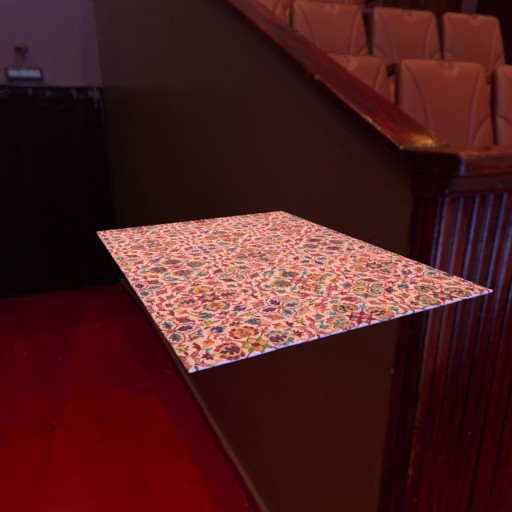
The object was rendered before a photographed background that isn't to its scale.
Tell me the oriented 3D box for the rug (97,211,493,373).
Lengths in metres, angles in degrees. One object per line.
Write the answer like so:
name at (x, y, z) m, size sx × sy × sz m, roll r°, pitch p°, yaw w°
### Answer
rug at (0.000, 0.000, 4.228) m, size 2.446 × 0.020 × 3.215 m, roll -9°, pitch 20°, yaw -26°
